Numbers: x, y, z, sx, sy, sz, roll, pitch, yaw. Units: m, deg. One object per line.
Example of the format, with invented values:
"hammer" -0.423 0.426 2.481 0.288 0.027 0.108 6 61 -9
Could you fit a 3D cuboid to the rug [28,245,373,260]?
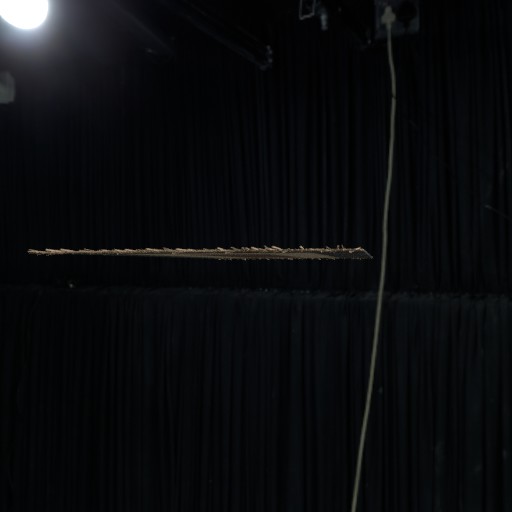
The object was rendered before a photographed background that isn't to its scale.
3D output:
"rug" 0.000 0.000 2.452 1.224 0.027 2.021 0 -1 16
